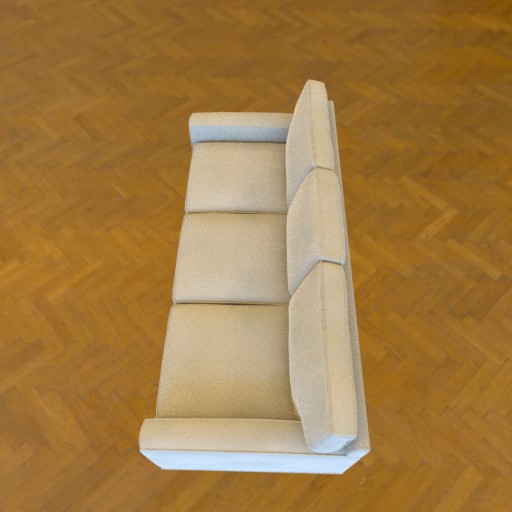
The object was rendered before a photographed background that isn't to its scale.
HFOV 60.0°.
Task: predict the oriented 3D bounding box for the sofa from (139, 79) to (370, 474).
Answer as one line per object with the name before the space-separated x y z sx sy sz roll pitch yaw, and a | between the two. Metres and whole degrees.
sofa | 0.000 0.000 2.472 0.935 0.862 2.088 1 57 1
